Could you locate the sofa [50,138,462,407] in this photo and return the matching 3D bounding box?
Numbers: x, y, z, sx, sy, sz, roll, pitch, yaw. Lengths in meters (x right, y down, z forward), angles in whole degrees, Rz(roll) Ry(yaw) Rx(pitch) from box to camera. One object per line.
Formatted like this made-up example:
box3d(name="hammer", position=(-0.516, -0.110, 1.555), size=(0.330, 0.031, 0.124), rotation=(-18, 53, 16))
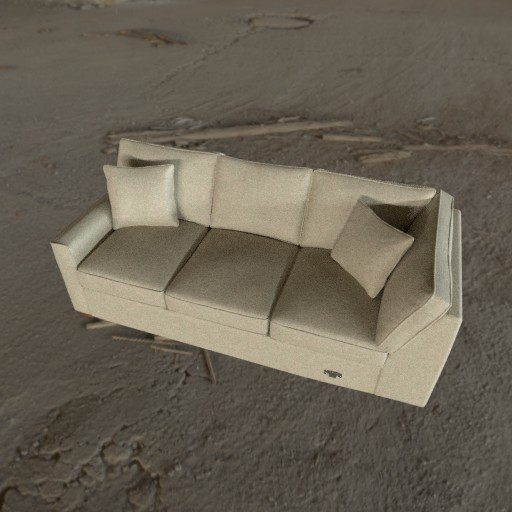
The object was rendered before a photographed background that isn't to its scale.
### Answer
box3d(name="sofa", position=(0.000, 0.000, 2.812), size=(2.317, 0.962, 1.061), rotation=(12, 40, 15))
